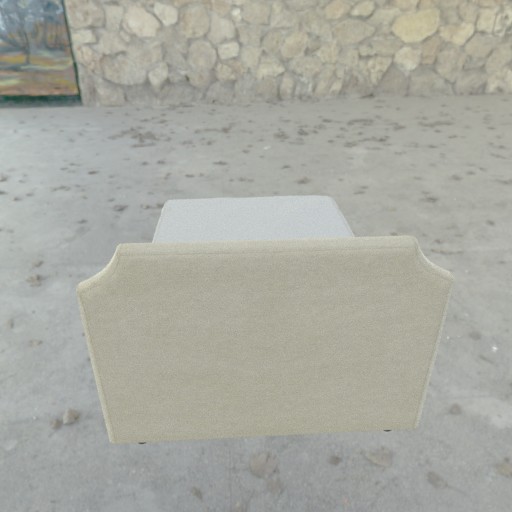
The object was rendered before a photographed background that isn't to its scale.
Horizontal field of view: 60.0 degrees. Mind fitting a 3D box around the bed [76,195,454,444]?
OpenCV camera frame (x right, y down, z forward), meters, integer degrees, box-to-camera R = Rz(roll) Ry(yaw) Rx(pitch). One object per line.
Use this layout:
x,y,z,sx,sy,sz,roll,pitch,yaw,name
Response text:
0.000,0.000,3.233,1.828,1.297,2.164,-2,29,-3,bed
